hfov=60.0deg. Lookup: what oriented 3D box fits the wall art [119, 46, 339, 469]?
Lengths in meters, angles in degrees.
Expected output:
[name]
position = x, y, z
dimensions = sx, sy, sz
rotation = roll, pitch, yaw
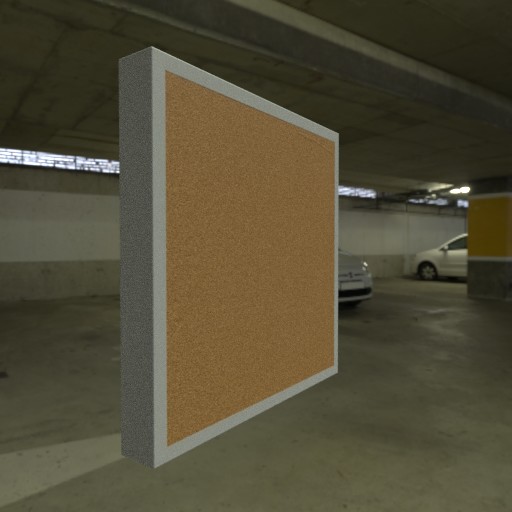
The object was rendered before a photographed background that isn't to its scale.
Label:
[wall art]
position = 0.000, 0.000, 0.453
dimensions = 0.038, 0.305, 0.305
rotation = 1, 2, 36
